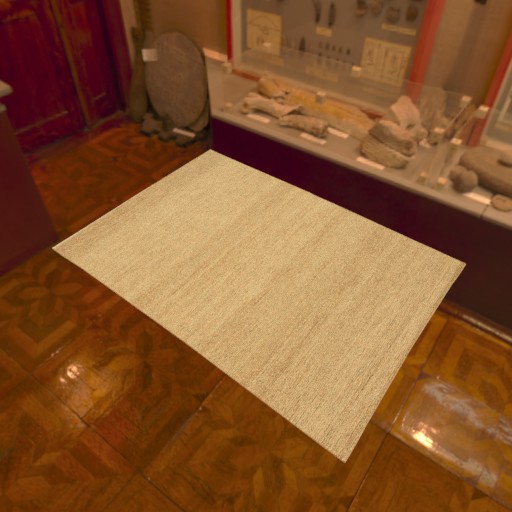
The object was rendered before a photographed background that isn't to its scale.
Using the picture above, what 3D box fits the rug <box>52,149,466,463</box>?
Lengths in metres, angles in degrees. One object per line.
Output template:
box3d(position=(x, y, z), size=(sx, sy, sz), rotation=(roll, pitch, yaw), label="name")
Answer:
box3d(position=(0.000, 0.000, 2.957), size=(2.283, 0.030, 1.596), rotation=(29, 52, 26), label="rug")
